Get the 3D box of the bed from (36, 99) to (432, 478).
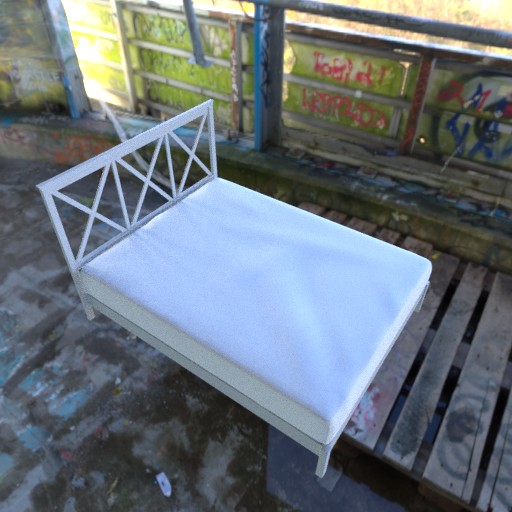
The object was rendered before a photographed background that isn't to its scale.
[{"bbox_3d":[0.000,0.000,3.181,2.135,1.253,1.673,25,47,26],"label":"bed"}]
